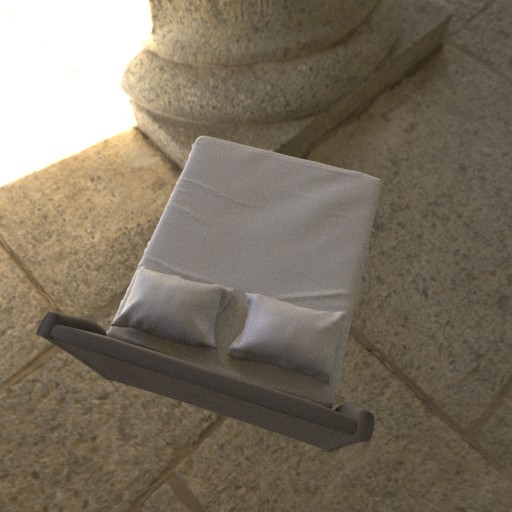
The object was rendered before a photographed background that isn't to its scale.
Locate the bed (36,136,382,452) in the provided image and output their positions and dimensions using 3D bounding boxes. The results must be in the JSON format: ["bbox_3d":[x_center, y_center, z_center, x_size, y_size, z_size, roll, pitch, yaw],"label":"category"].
[{"bbox_3d":[0.000,0.000,3.400,1.925,1.332,2.276,16,65,7],"label":"bed"}]
